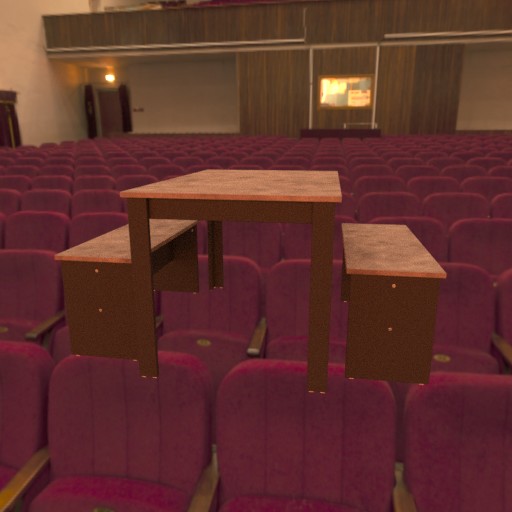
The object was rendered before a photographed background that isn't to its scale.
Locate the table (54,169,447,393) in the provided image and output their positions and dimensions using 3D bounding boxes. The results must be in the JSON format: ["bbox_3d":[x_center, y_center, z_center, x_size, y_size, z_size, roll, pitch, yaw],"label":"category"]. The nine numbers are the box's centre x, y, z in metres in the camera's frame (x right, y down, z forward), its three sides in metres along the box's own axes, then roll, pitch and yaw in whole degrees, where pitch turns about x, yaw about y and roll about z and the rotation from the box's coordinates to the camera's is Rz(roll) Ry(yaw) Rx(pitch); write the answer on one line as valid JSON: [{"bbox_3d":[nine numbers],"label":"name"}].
[{"bbox_3d":[0.000,0.000,2.037,1.443,0.700,1.100,2,15,9],"label":"table"}]
